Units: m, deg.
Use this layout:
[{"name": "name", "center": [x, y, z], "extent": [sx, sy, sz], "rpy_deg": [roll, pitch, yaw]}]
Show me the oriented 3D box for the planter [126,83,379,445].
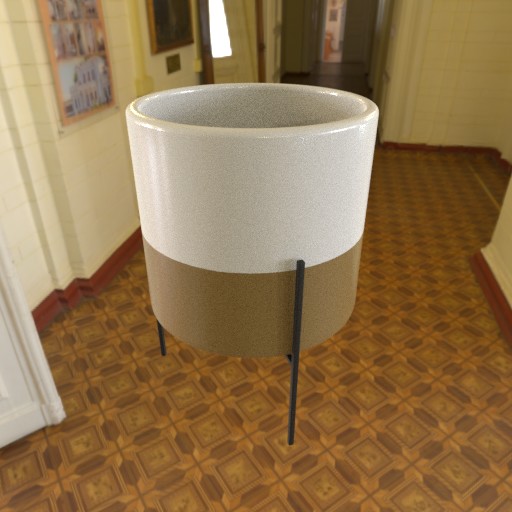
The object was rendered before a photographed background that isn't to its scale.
[{"name": "planter", "center": [0.000, 0.000, 0.643], "extent": [0.310, 0.432, 0.310], "rpy_deg": [-18, 34, -29]}]
